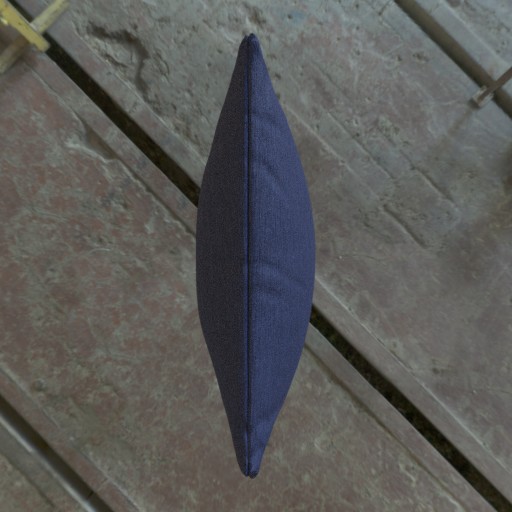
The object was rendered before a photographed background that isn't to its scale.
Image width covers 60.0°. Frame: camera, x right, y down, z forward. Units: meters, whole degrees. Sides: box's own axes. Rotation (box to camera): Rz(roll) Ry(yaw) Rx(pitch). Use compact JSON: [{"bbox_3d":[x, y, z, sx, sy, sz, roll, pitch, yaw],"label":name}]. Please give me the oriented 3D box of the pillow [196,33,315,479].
[{"bbox_3d":[0.000,0.000,0.787,0.210,0.338,0.633,0,89,0],"label":"pillow"}]
